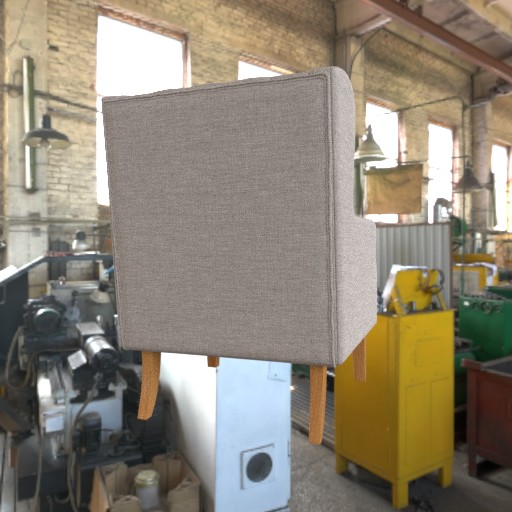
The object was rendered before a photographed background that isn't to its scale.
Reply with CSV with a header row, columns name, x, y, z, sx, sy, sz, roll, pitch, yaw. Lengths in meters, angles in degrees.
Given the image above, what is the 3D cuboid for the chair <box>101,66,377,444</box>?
name,x,y,z,sx,sy,sz,roll,pitch,yaw
chair,0.000,0.000,1.433,0.710,0.930,0.760,0,1,19
